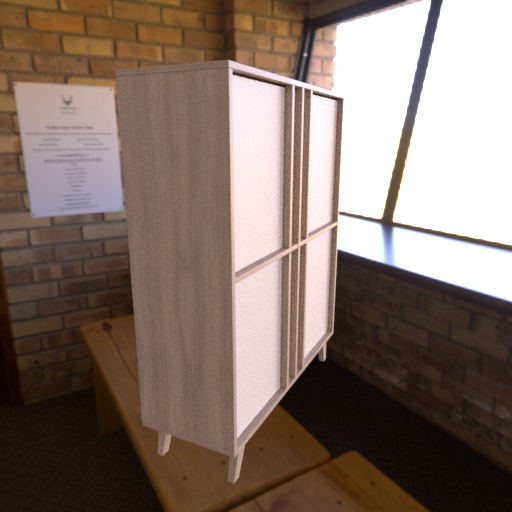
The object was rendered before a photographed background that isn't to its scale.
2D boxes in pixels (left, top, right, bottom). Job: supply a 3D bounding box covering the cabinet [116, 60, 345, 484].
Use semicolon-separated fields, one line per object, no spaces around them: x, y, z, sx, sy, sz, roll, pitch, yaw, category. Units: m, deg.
0.000;0.000;1.918;0.398;1.388;1.111;7;17;26;cabinet
